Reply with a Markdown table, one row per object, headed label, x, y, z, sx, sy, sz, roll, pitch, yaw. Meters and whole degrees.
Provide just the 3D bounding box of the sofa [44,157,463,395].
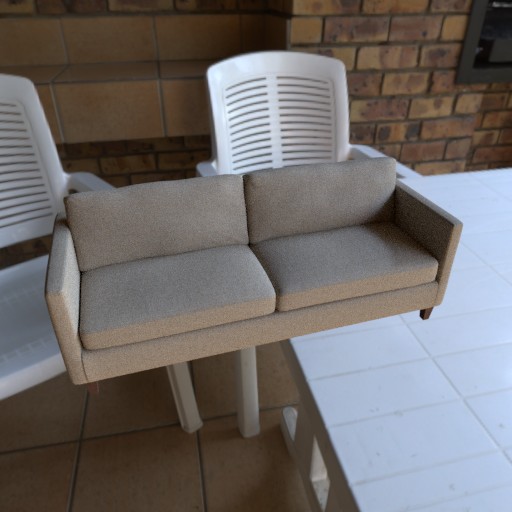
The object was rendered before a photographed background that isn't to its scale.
| label | x | y | z | sx | sy | sz | roll | pitch | yaw |
| --- | --- | --- | --- | --- | --- | --- | --- | --- | --- |
| sofa | 0.000 | 0.000 | 2.920 | 2.434 | 0.965 | 0.951 | -9 | 33 | -15 |
